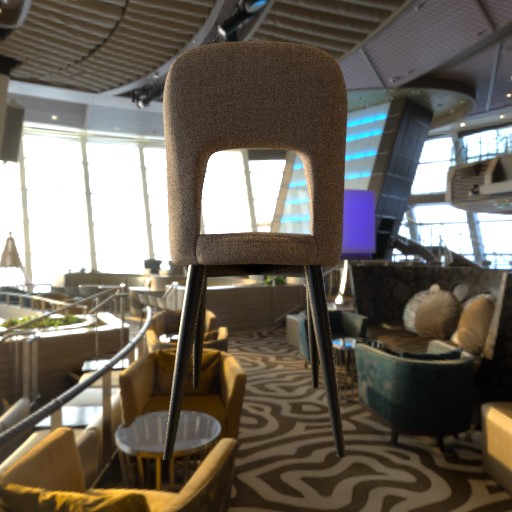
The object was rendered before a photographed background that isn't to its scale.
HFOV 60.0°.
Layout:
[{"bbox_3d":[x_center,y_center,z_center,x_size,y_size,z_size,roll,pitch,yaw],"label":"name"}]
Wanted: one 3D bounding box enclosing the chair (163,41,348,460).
[{"bbox_3d":[0.000,0.000,1.242,0.470,0.931,0.612,0,0,0],"label":"chair"}]
